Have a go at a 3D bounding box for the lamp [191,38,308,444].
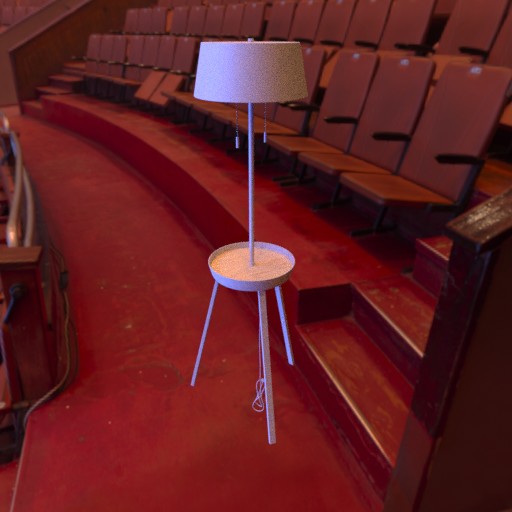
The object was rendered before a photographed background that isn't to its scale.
[{"bbox_3d":[0.000,0.000,1.623,0.508,1.429,0.468,-8,28,-16],"label":"lamp"}]
